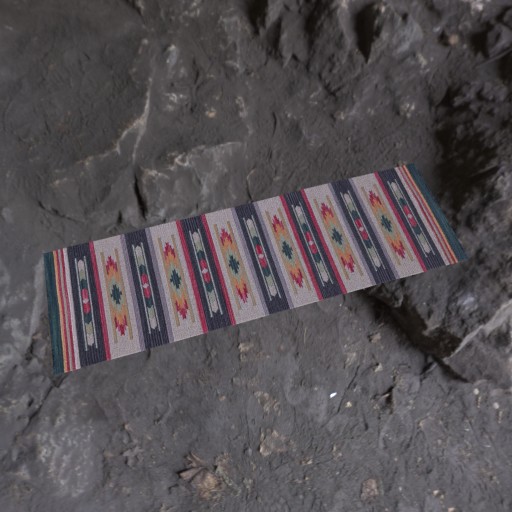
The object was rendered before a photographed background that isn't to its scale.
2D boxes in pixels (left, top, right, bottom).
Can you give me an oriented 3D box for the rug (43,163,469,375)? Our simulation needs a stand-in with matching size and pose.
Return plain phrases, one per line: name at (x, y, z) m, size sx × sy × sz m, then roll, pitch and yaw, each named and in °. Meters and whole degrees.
rug at (0.000, 0.000, 2.656) m, size 2.440 × 0.009 × 0.760 m, roll -15°, pitch 63°, yaw -8°
